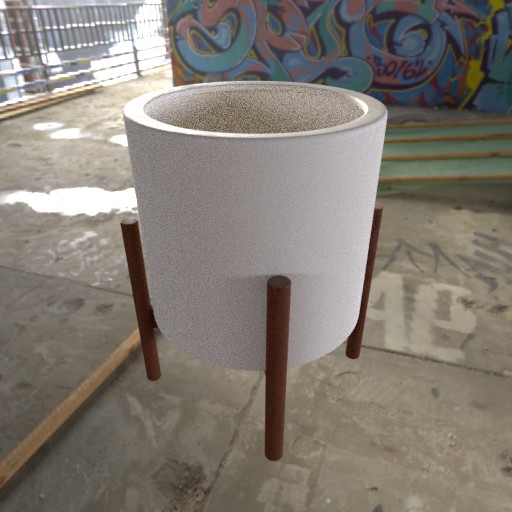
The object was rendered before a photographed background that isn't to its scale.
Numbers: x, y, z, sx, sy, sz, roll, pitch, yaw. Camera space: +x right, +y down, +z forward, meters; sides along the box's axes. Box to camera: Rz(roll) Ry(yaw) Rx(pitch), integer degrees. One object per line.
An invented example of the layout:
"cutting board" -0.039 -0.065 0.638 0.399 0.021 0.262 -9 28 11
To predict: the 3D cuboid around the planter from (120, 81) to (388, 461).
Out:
"planter" 0.000 0.000 0.870 0.420 0.581 0.421 23 37 33
